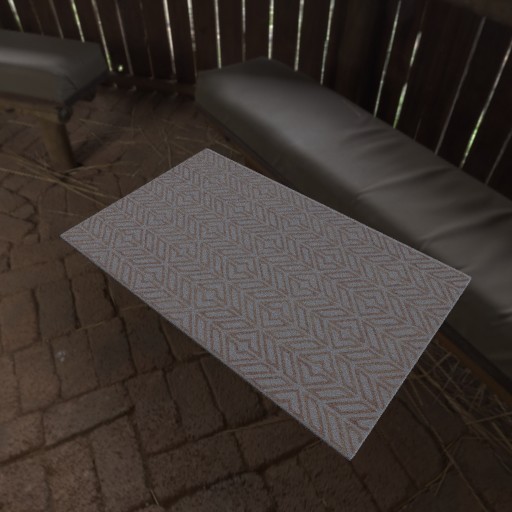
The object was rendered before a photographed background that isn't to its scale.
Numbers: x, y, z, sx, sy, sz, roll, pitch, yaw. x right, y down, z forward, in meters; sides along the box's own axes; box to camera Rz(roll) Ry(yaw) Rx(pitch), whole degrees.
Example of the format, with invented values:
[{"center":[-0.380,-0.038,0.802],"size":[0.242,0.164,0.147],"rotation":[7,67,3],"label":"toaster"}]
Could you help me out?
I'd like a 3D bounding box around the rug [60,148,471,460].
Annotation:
[{"center":[0.000,0.000,3.058],"size":[2.438,0.008,1.523],"rotation":[31,53,27],"label":"rug"}]
